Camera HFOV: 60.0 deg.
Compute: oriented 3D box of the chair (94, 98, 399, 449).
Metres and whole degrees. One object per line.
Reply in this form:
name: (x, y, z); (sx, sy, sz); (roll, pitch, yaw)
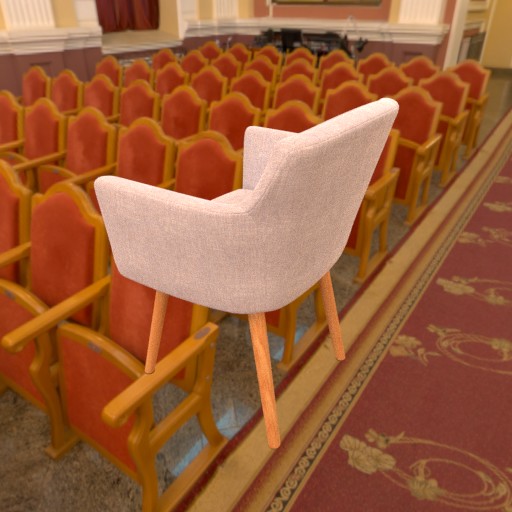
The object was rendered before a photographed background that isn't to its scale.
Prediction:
chair: (0.000, 0.000, 1.132); (0.540, 0.780, 0.570); (19, 35, 30)
